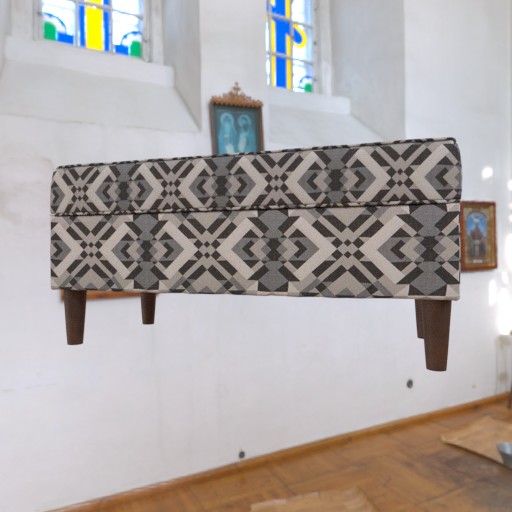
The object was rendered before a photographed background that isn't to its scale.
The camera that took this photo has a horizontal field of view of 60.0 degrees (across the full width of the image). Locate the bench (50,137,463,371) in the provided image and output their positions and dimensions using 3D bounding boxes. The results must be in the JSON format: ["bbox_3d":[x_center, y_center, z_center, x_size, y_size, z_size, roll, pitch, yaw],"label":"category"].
[{"bbox_3d":[0.000,0.000,1.248,1.016,0.477,0.492,0,0,17],"label":"bench"}]
